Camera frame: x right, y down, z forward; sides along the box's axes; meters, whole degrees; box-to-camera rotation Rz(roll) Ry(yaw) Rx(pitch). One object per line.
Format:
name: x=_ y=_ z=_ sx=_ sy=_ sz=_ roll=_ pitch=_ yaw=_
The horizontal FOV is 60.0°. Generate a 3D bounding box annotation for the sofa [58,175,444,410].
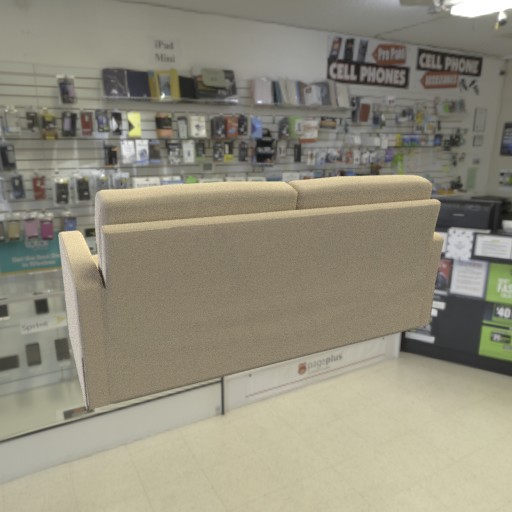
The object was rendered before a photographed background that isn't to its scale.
sofa: x=0.000 y=0.000 z=2.283 sx=1.808 sy=0.831 sz=0.894 roll=-7 pitch=16 yaw=-26
